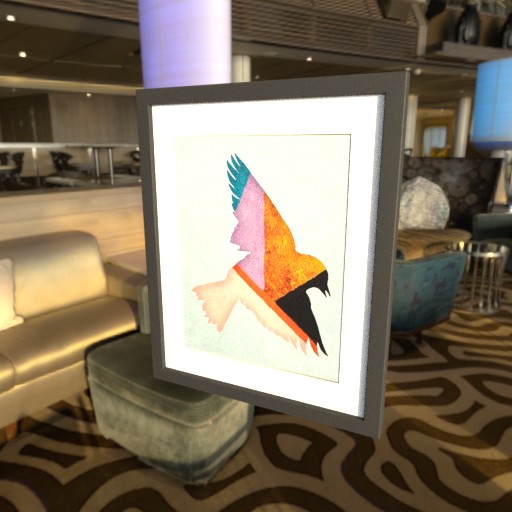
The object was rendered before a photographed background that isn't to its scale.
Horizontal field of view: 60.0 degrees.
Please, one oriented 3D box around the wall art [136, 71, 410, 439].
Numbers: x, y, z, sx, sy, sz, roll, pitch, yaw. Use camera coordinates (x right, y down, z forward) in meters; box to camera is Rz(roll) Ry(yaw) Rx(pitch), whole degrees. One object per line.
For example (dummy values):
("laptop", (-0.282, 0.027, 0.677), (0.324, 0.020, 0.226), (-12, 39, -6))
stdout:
("wall art", (0.000, 0.000, 0.758), (0.457, 0.558, 0.028), (7, 15, 25))
